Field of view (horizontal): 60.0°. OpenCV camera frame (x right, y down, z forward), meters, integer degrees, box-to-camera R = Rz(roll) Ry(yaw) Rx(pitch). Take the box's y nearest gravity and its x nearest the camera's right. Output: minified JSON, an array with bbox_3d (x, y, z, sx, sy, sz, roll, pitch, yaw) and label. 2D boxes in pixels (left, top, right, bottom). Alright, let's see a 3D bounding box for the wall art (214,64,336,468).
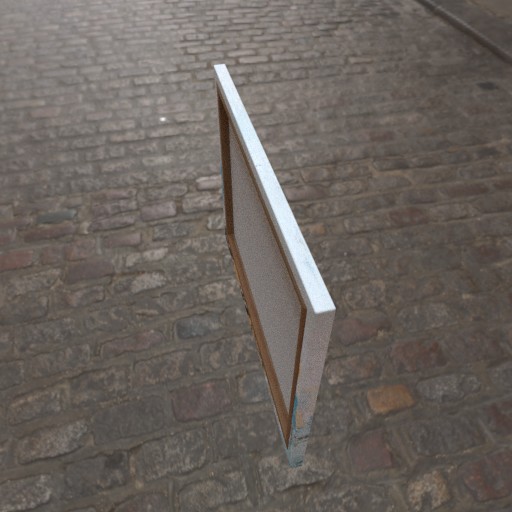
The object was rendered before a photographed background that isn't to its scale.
[{"bbox_3d":[0.000,0.000,1.365,0.038,0.762,1.016,-10,47,-9],"label":"wall art"}]
